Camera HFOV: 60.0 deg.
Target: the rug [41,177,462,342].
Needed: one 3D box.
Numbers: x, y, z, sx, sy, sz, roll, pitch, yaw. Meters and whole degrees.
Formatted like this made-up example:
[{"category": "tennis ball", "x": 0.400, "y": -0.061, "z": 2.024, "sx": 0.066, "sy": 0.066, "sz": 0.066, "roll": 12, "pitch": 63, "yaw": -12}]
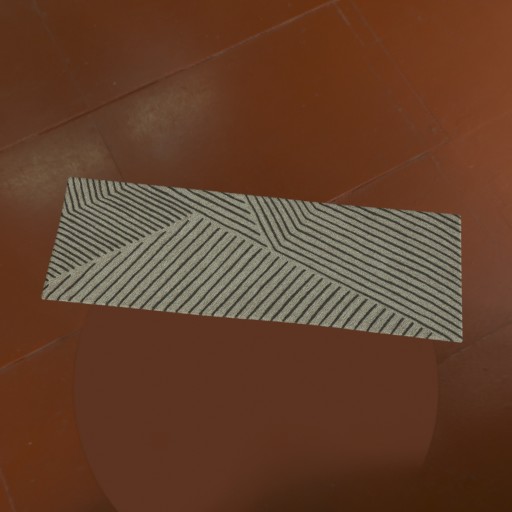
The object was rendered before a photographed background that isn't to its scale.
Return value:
[{"category": "rug", "x": 0.000, "y": 0.000, "z": 2.645, "sx": 2.439, "sy": 0.020, "sz": 0.773, "roll": 6, "pitch": 76, "yaw": 1}]
